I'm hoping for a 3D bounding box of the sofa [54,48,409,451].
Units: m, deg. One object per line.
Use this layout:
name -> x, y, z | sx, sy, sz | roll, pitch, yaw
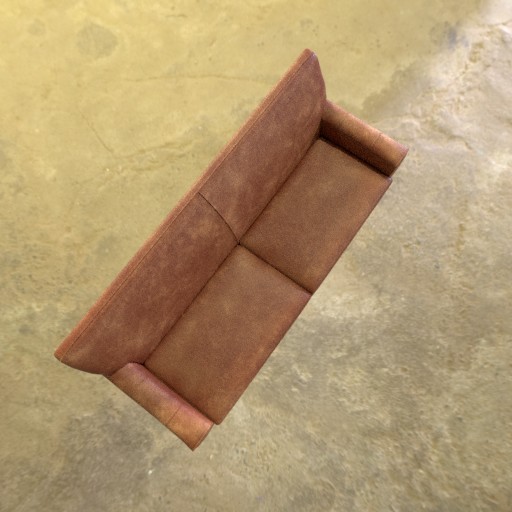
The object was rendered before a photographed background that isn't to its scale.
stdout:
sofa -> 0.000, 0.000, 2.597 | 0.805, 0.947, 2.053 | 35, 78, 8
